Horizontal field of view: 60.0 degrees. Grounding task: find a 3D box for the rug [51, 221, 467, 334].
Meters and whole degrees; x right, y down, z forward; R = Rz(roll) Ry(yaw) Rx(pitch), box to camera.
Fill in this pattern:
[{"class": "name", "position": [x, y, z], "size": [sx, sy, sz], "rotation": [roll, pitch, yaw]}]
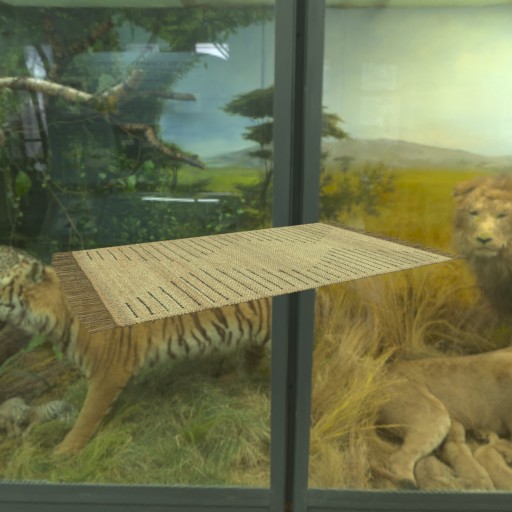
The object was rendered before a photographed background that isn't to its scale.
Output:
[{"class": "rug", "position": [0.000, 0.000, 2.534], "size": [2.085, 0.027, 1.224], "rotation": [-8, 17, -28]}]
